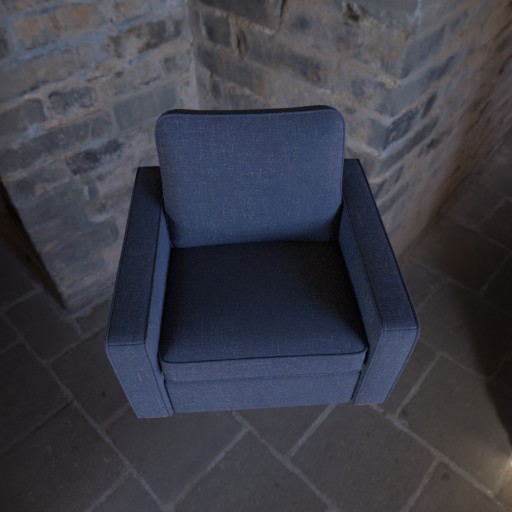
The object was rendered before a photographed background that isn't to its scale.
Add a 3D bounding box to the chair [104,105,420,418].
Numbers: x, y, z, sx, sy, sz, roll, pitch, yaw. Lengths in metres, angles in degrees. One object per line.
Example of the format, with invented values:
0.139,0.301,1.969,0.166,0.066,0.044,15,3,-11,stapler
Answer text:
0.000,0.000,1.745,1.017,0.919,0.940,-3,48,-2,chair
